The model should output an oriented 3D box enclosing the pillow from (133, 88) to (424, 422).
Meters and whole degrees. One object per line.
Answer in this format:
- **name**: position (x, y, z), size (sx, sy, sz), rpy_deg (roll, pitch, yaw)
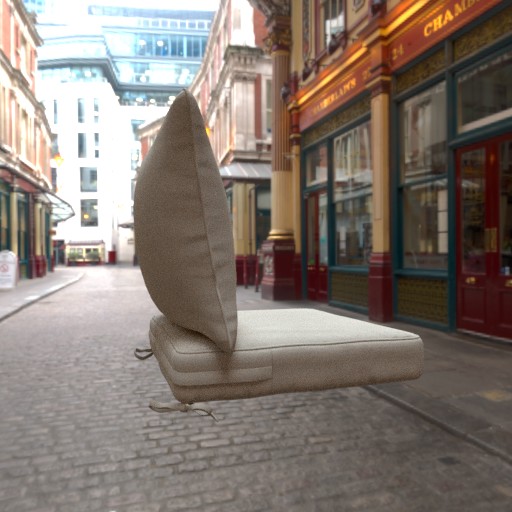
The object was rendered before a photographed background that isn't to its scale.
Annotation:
- **pillow**: position (0.000, 0.000, 1.374), size (0.733, 0.716, 0.798), rpy_deg (0, 0, -18)
